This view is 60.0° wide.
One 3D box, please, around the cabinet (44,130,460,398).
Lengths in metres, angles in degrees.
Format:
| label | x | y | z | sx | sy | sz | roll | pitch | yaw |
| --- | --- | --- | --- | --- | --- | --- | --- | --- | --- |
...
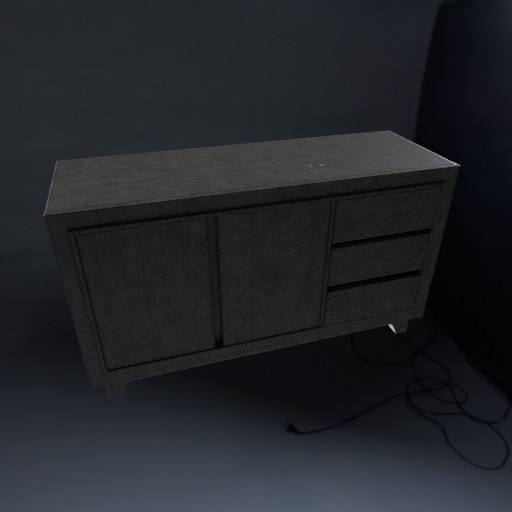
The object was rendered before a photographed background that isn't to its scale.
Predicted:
| label | x | y | z | sx | sy | sz | roll | pitch | yaw |
| --- | --- | --- | --- | --- | --- | --- | --- | --- | --- |
| cabinet | 0.000 | 0.000 | 1.905 | 1.460 | 0.825 | 0.511 | -9 | 32 | -15 |
